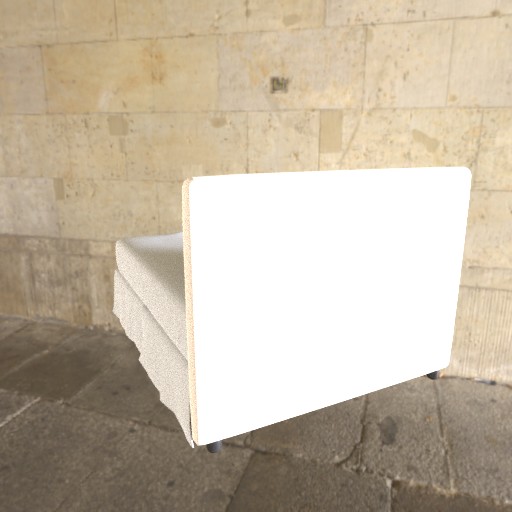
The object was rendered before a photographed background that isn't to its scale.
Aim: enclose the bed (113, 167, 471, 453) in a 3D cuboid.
[{"bbox_3d":[0.000,0.000,3.193,1.748,1.330,2.142,-7,16,-26],"label":"bed"}]
